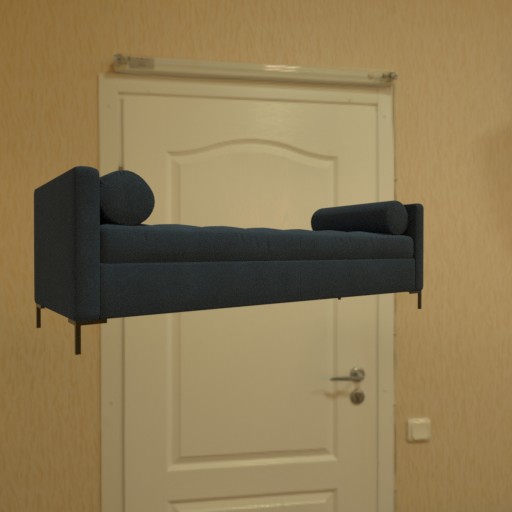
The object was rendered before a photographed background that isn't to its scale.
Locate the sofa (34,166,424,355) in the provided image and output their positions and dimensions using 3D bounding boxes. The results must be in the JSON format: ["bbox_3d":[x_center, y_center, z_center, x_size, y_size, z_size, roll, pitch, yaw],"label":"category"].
[{"bbox_3d":[0.000,0.000,2.303,1.981,0.635,0.686,0,1,-37],"label":"sofa"}]
